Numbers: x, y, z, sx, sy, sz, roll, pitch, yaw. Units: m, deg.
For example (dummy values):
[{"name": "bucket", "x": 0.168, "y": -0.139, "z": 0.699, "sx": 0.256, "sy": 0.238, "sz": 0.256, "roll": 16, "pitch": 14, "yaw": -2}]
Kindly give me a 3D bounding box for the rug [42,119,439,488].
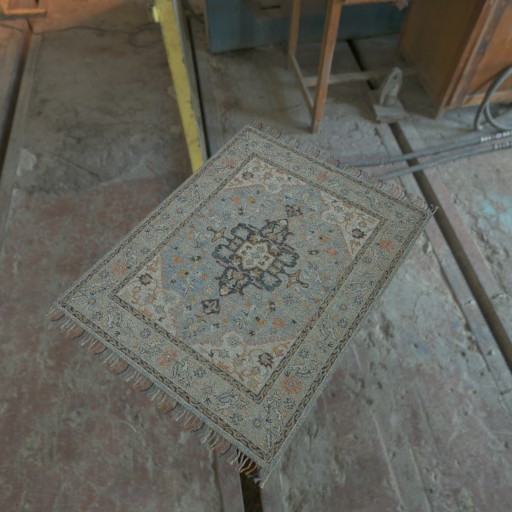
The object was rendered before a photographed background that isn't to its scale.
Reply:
[{"name": "rug", "x": 0.000, "y": 0.000, "z": 4.249, "sx": 2.379, "sy": 0.011, "sz": 3.221, "roll": 31, "pitch": 62, "yaw": 19}]
